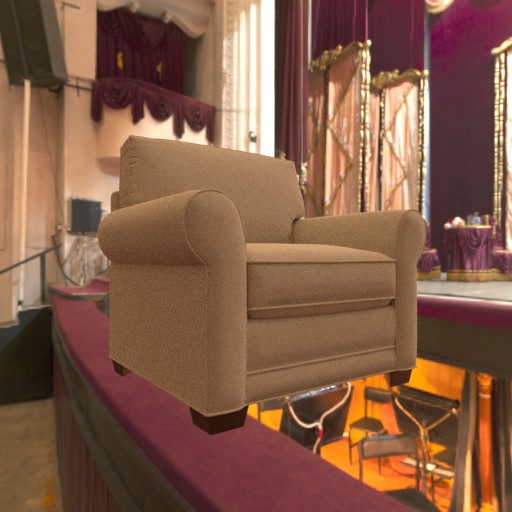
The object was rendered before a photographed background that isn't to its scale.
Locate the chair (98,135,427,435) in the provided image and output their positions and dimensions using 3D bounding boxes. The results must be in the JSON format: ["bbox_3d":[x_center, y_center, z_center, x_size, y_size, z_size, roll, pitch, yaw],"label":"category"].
[{"bbox_3d":[0.000,0.000,1.743,1.040,0.955,0.863,0,0,-35],"label":"chair"}]
